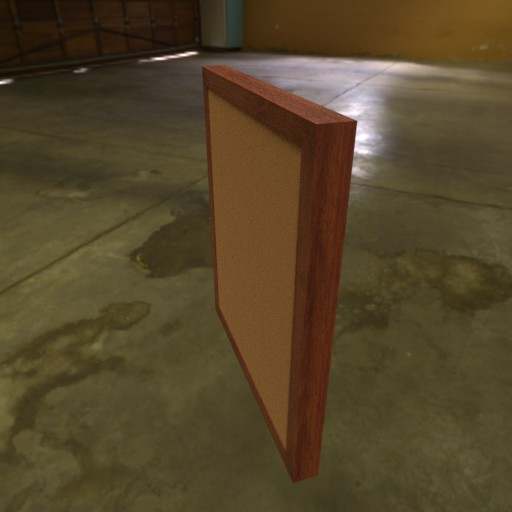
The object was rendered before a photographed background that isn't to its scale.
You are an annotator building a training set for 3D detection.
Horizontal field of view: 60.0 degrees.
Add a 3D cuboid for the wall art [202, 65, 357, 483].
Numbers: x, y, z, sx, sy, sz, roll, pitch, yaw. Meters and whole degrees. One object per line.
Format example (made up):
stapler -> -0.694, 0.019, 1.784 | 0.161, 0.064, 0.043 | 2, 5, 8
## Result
wall art -> 0.000, 0.000, 0.523 | 0.030, 0.381, 0.330 | -10, 31, -17
